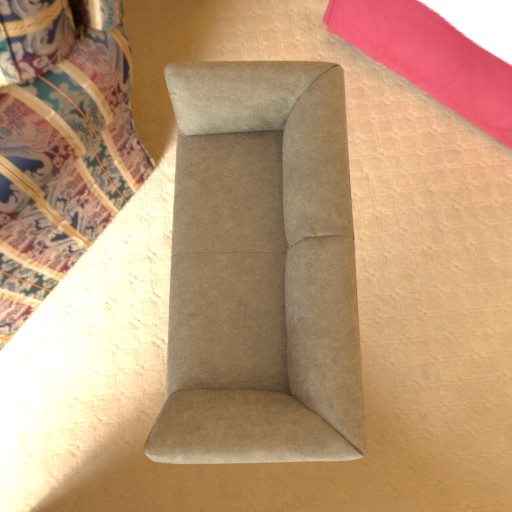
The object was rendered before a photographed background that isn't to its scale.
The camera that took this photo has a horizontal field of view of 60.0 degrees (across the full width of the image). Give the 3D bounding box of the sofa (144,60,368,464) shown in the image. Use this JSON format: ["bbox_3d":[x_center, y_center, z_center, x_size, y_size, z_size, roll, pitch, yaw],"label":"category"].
[{"bbox_3d":[0.000,0.000,2.304,0.905,0.747,1.878,0,76,0],"label":"sofa"}]
